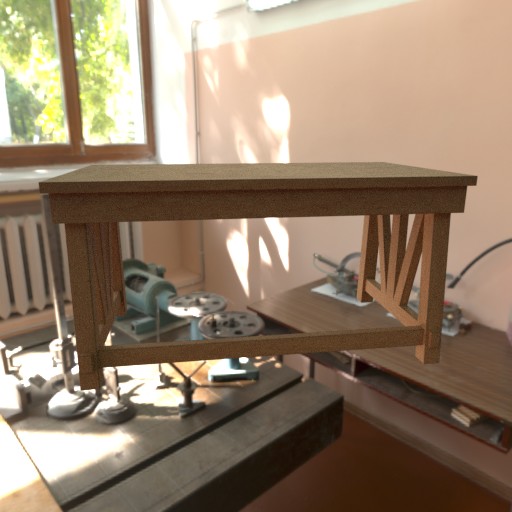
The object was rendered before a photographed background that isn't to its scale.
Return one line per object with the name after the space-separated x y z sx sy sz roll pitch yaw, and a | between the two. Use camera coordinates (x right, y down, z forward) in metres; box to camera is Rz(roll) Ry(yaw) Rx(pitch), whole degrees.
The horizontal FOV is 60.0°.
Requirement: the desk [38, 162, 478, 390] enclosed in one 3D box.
0.000 0.000 1.984 1.499 0.762 0.813 -2 16 -8 | desk
